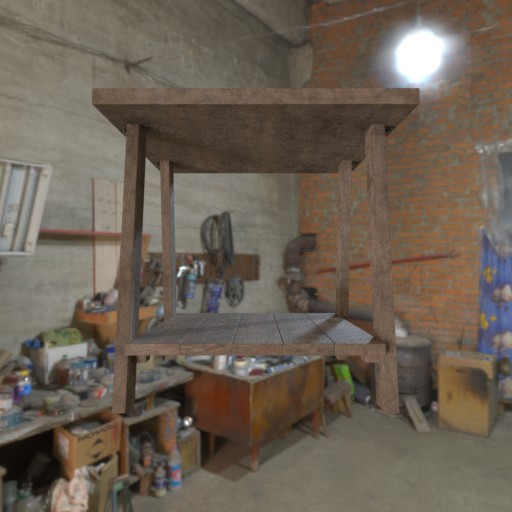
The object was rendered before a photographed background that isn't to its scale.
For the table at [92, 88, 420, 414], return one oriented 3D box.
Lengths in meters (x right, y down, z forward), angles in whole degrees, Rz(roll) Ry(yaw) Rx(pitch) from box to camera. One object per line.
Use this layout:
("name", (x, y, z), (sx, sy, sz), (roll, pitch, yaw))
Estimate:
("table", (0.000, 0.000, 1.121), (0.610, 0.610, 0.610), (0, -1, 0))
